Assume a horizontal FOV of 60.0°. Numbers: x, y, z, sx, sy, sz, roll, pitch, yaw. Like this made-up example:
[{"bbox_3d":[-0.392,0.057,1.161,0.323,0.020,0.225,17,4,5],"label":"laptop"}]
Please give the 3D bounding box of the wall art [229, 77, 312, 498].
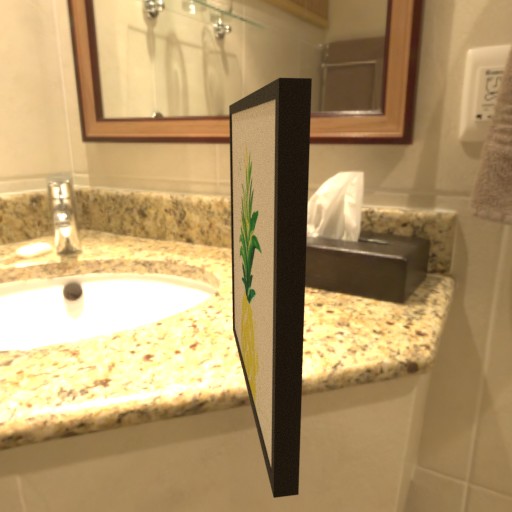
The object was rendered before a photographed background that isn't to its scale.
[{"bbox_3d":[0.000,0.000,0.748,0.033,0.507,0.508,-2,16,-9],"label":"wall art"}]
